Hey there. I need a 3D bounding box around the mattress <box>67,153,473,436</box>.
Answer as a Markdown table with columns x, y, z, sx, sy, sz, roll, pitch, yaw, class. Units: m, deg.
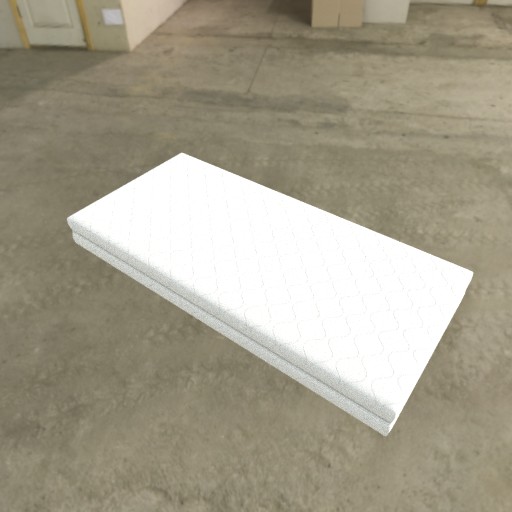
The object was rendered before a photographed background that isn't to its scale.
| x | y | z | sx | sy | sz | roll | pitch | yaw | class |
| --- | --- | --- | --- | --- | --- | --- | --- | --- | --- |
| 0.000 | 0.000 | 2.298 | 1.900 | 0.200 | 0.900 | 27 | 48 | 26 | mattress |
